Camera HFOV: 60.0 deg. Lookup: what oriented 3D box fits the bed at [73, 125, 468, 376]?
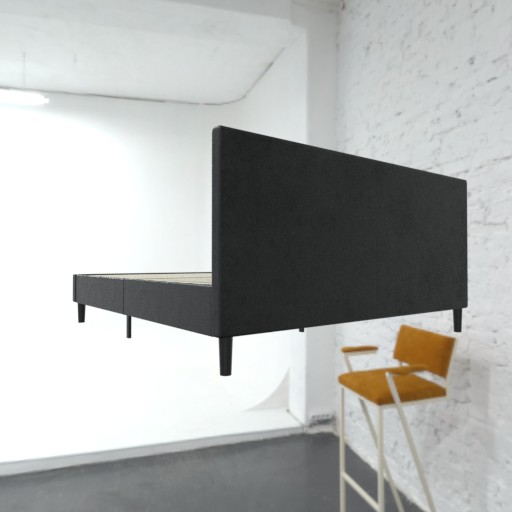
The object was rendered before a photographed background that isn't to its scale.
[{"bbox_3d":[0.000,0.000,3.278,2.018,1.046,2.152,1,-1,-37],"label":"bed"}]
